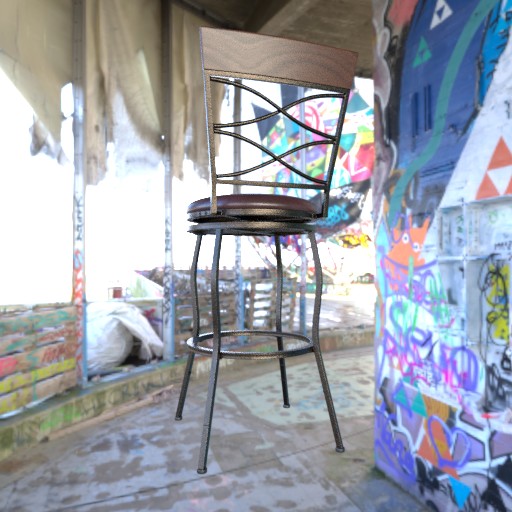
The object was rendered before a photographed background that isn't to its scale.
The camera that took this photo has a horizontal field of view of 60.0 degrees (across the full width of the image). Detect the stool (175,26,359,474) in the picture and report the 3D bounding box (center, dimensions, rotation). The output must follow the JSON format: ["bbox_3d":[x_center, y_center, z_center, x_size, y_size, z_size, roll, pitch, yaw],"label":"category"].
[{"bbox_3d":[0.000,0.000,1.378,0.448,1.130,0.513,0,-1,-18],"label":"stool"}]
